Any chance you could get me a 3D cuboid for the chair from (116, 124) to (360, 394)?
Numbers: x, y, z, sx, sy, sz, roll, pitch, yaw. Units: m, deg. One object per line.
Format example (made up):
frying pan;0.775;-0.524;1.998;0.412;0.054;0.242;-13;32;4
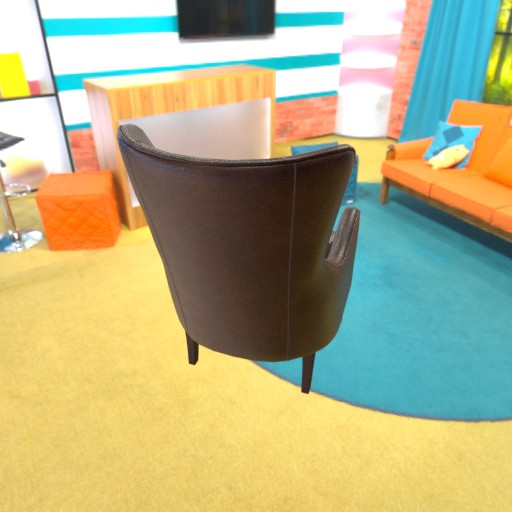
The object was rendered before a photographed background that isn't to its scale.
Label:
chair;0.000;0.000;1.670;0.692;1.048;0.914;10;32;16
